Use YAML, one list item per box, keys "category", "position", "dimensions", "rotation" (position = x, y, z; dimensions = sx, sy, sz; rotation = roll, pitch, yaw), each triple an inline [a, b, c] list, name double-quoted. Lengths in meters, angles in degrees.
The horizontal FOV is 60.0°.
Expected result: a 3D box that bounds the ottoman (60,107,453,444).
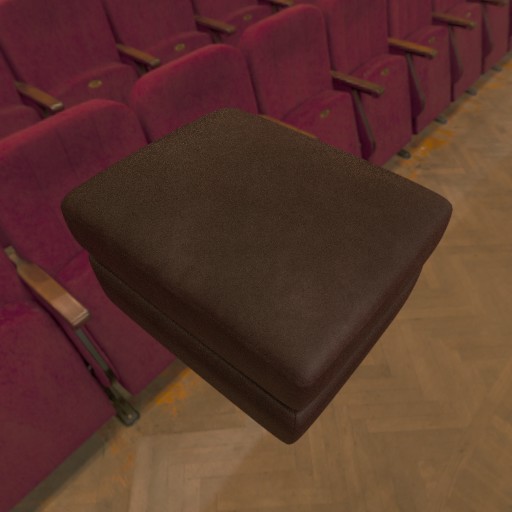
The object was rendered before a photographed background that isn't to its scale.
- category: "ottoman"
  position: [0.000, 0.000, 1.263]
  dimensions: [0.806, 0.569, 0.670]
  rotation: [31, 54, 27]
